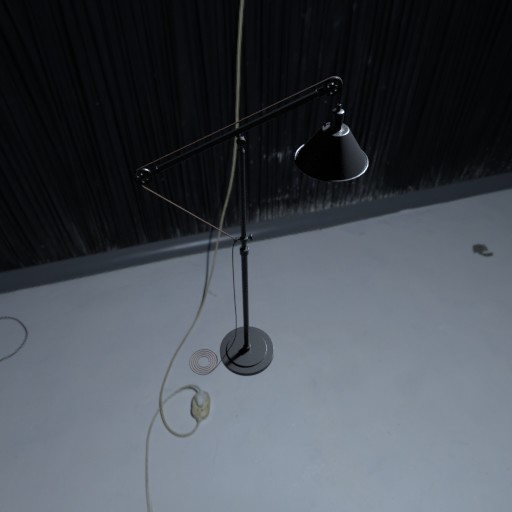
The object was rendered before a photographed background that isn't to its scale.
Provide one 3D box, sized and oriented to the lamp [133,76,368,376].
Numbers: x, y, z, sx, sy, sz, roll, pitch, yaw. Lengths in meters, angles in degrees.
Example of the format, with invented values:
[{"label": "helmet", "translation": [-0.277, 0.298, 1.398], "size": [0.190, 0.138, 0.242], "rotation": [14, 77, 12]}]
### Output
[{"label": "lamp", "translation": [0.000, 0.000, 2.045], "size": [0.904, 1.626, 0.319], "rotation": [-11, 48, -10]}]
